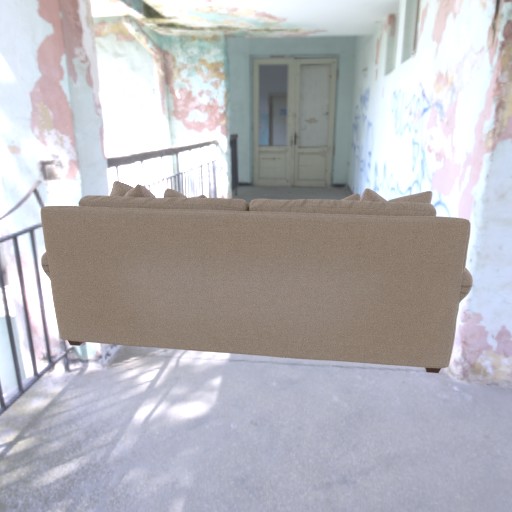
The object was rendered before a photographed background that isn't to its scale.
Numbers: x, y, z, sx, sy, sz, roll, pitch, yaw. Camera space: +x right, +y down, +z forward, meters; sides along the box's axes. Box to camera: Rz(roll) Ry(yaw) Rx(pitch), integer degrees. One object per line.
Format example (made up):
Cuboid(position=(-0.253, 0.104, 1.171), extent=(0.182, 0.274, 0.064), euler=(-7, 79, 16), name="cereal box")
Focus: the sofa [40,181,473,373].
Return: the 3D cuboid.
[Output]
Cuboid(position=(0.000, 0.000, 2.778), extent=(2.285, 0.904, 1.067), euler=(3, 18, 8), name="sofa")
